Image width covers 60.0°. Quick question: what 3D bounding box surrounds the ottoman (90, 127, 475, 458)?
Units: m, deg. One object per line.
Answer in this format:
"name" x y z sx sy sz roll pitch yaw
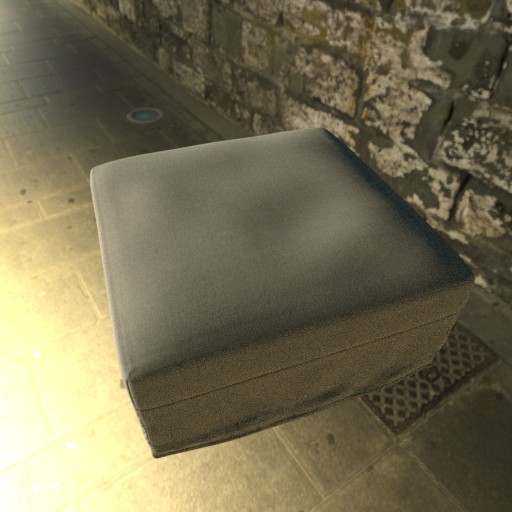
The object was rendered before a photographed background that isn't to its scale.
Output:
"ottoman" 0.000 0.000 1.318 0.840 0.436 0.843 -14 44 -15
